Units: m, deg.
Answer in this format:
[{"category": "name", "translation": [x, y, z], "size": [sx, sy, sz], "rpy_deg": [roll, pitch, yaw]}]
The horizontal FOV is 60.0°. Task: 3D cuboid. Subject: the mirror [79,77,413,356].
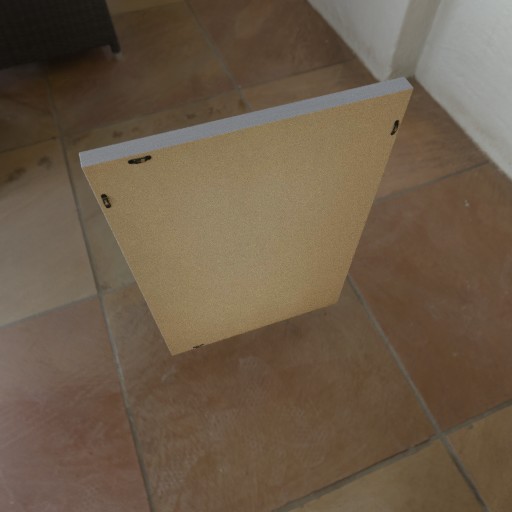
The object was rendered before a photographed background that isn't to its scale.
[{"category": "mirror", "translation": [0.000, 0.000, 1.168], "size": [0.609, 0.915, 0.040], "rpy_deg": [-16, 60, -10]}]
